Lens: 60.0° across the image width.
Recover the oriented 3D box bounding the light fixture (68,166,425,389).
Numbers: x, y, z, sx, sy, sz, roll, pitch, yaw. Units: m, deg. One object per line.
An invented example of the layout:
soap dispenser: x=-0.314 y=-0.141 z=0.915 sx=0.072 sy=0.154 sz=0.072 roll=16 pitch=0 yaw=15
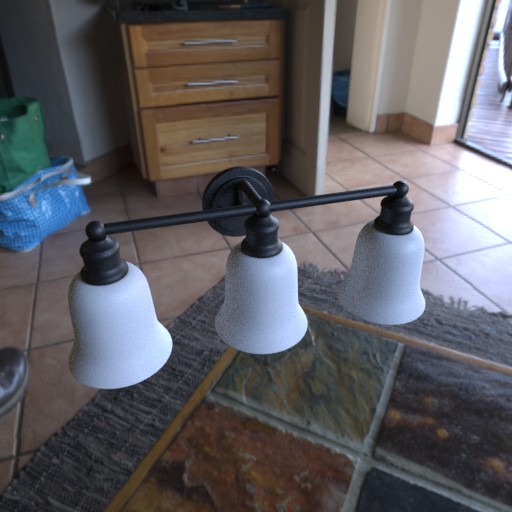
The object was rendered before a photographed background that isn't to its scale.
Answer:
light fixture: x=0.000 y=0.000 z=0.663 sx=0.570 sy=0.211 sz=0.198 roll=-9 pitch=33 yaw=-15
